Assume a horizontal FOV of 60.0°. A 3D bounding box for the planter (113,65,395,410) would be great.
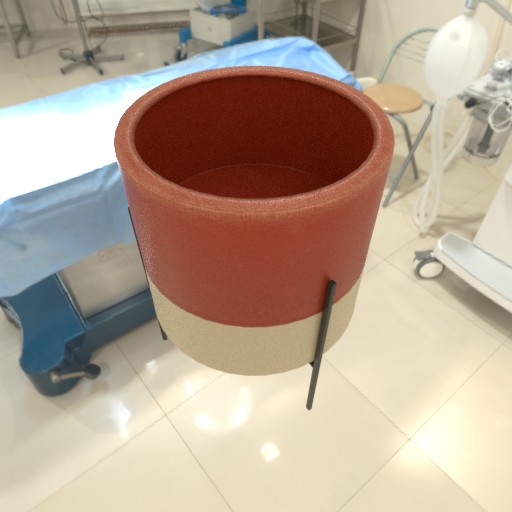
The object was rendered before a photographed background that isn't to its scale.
[{"bbox_3d":[0.000,0.000,0.711,0.345,0.465,0.354,-24,51,-22],"label":"planter"}]
